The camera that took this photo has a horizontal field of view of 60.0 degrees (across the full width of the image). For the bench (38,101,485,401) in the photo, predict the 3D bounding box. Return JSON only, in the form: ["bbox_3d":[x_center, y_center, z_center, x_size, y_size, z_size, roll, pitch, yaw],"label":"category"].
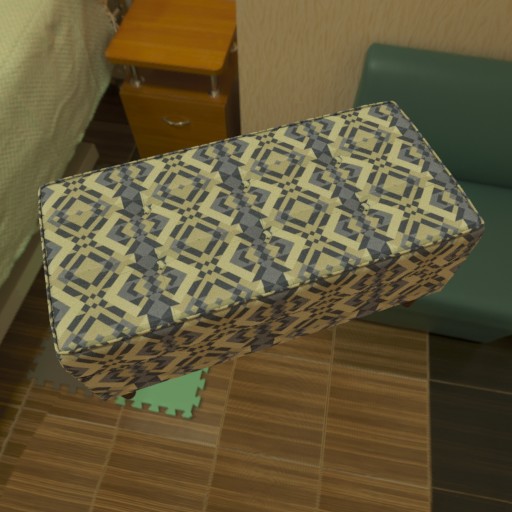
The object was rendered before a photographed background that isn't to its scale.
[{"bbox_3d":[0.000,0.000,1.265,1.016,0.477,0.492,-16,60,-10],"label":"bench"}]
